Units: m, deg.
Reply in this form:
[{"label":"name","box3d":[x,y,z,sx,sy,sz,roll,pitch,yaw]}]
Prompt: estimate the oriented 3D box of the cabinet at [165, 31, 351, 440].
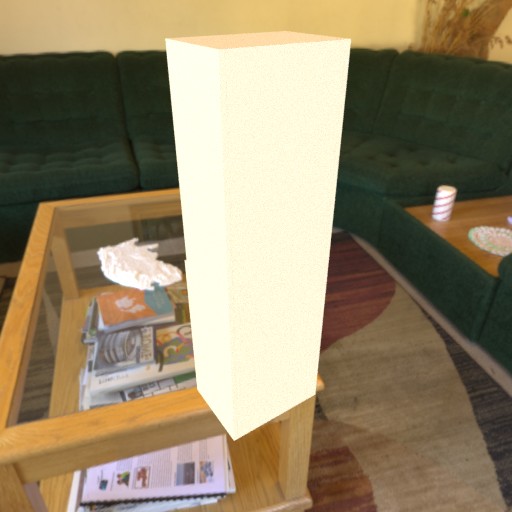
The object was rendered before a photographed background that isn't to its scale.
[{"label":"cabinet","box3d":[0.000,0.000,1.526,0.400,1.350,0.300,-19,36,-28]}]
